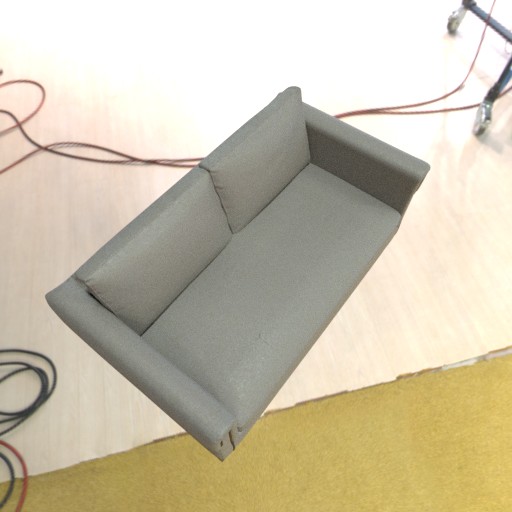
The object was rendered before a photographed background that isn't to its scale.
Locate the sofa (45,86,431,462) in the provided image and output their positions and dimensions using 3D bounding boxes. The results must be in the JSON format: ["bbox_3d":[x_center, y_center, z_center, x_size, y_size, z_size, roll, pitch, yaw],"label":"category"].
[{"bbox_3d":[0.000,0.000,2.120,0.899,0.873,1.598,33,64,19],"label":"sofa"}]
